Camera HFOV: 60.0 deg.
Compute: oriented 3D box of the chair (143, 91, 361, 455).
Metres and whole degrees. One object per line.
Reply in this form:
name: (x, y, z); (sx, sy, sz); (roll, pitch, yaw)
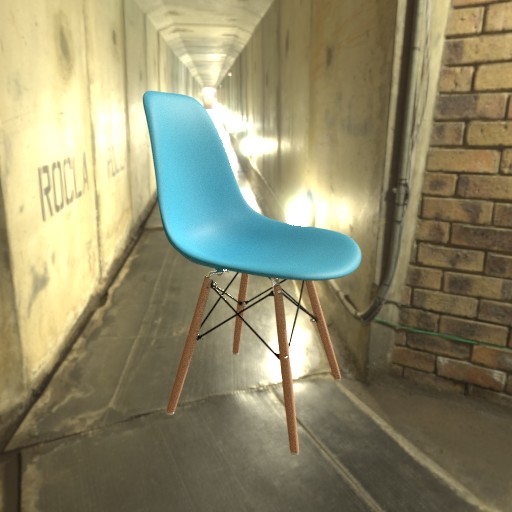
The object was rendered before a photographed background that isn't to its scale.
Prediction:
chair: (0.000, 0.000, 1.163); (0.531, 0.826, 0.470); (8, 18, 25)
